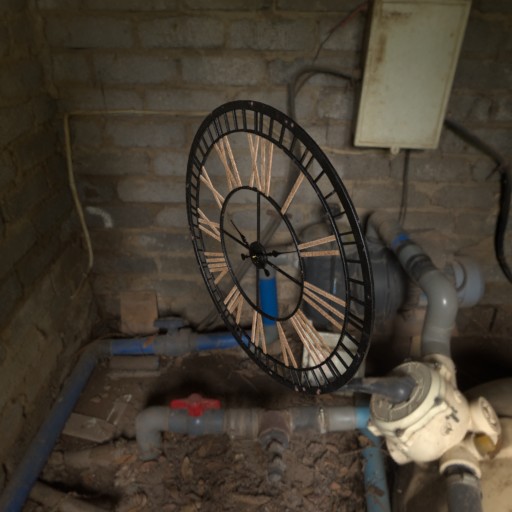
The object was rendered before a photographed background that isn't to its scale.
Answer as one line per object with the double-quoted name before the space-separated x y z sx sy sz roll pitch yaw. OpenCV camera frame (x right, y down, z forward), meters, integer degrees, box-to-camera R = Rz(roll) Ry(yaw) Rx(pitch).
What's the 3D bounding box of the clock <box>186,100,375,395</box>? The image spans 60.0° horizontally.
"clock" 0.000 0.000 1.265 0.025 0.843 0.843 -20 36 -31
